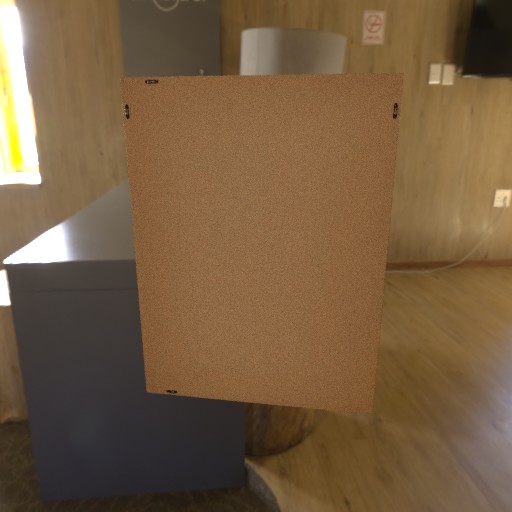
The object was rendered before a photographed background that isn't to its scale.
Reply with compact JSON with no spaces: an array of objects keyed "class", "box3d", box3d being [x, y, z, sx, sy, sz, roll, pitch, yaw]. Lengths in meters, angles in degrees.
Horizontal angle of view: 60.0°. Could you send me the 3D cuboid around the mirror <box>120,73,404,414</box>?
[{"class":"mirror","box3d":[0.000,0.000,1.343,0.762,1.016,0.041,3,17,9]}]
